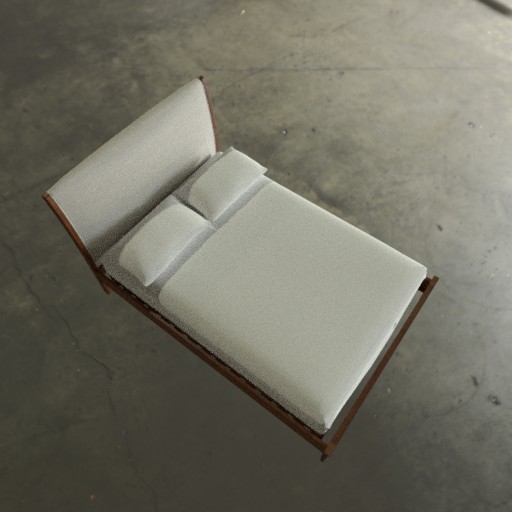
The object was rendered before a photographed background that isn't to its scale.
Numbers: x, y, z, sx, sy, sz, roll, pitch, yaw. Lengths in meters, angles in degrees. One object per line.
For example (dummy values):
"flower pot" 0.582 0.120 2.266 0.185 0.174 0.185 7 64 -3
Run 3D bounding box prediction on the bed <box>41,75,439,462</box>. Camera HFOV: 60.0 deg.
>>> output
"bed" 0.000 0.000 3.336 2.380 1.250 1.612 33 63 19
